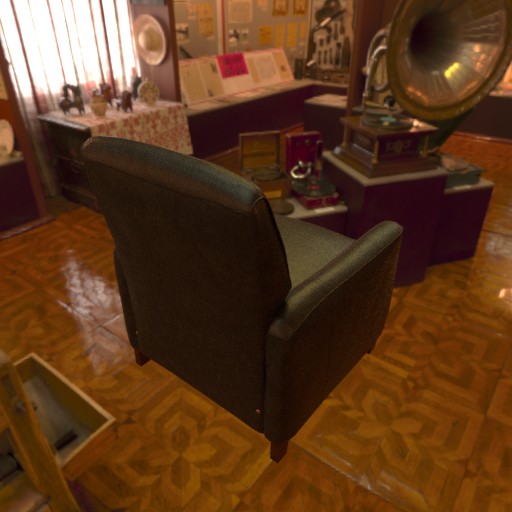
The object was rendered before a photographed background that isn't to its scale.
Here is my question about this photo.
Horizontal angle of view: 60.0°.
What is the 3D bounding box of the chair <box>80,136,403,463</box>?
[{"bbox_3d":[0.000,0.000,1.650,0.848,1.014,0.864,22,37,33],"label":"chair"}]
